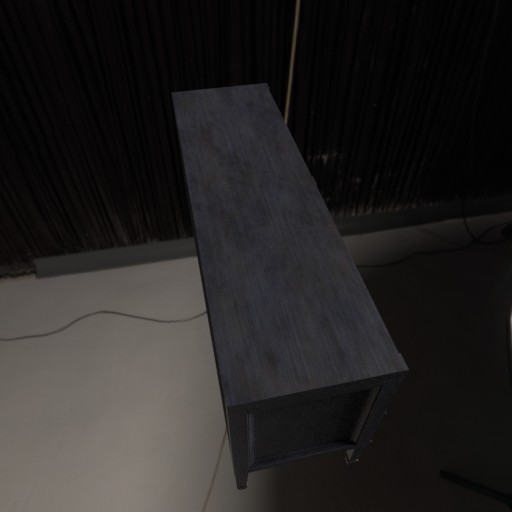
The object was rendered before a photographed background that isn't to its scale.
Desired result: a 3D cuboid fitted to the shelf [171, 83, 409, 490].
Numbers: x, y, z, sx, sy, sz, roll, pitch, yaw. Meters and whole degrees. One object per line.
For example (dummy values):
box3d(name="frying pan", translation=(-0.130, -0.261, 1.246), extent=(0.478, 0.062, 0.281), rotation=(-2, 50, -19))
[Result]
box3d(name="shelf", translation=(0.000, 0.000, 1.867), extent=(0.479, 0.719, 1.575), rotation=(-9, 48, -8))
